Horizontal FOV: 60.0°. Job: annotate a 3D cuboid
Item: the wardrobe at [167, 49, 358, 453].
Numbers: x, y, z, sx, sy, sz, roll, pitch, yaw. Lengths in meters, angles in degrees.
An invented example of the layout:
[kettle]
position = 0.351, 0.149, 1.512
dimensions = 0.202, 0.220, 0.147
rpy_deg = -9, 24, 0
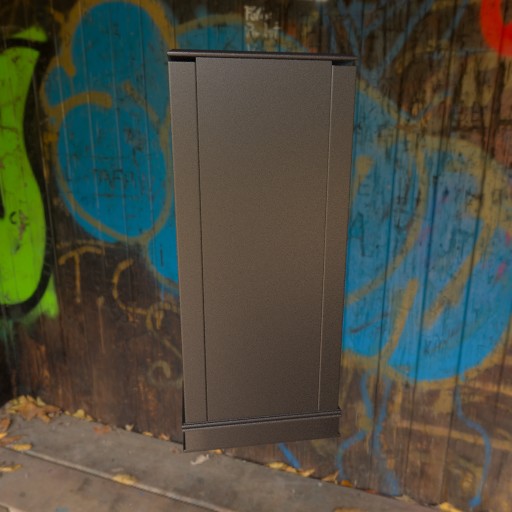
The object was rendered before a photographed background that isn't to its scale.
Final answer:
[wardrobe]
position = 0.000, 0.000, 1.242
dimensions = 0.444, 1.011, 0.295
rpy_deg = -2, 15, -8
